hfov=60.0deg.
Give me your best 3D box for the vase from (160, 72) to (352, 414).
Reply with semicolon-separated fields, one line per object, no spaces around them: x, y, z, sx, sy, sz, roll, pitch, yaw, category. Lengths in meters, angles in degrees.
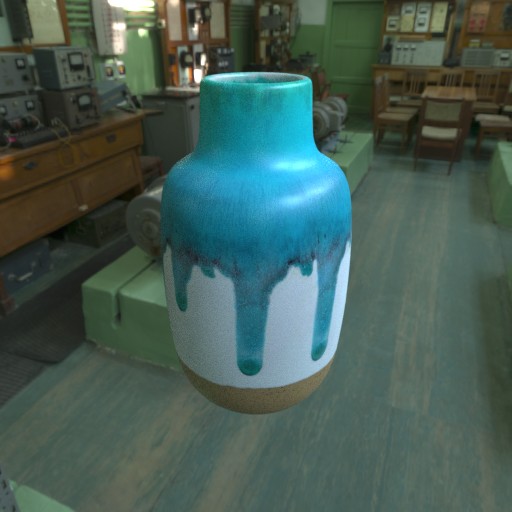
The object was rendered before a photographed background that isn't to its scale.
0.000;0.000;0.255;0.106;0.192;0.106;0;28;0;vase
